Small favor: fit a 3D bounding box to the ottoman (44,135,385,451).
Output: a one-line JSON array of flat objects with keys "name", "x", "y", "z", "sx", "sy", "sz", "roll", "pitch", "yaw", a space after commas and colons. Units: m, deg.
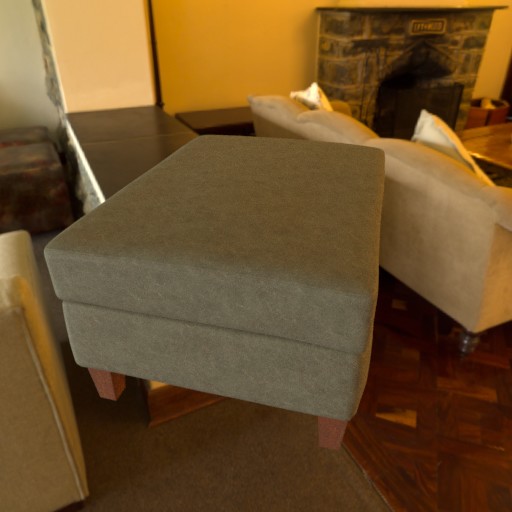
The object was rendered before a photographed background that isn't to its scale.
[{"name": "ottoman", "x": 0.000, "y": 0.000, "z": 1.211, "sx": 0.639, "sy": 0.464, "sz": 0.839, "roll": 8, "pitch": 31, "yaw": 13}]
